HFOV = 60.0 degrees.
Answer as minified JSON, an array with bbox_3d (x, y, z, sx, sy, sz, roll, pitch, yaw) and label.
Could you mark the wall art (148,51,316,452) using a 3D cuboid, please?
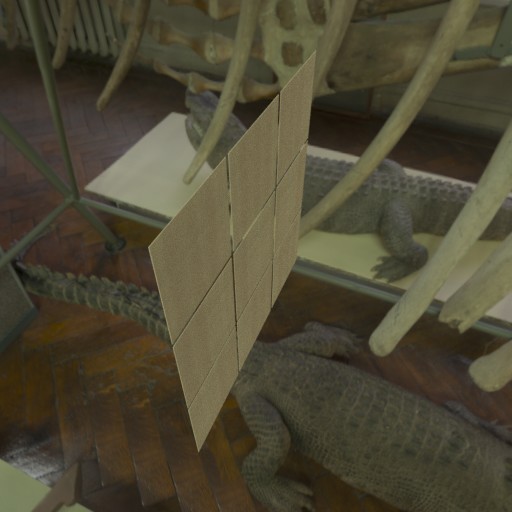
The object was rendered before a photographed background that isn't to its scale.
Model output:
[{"bbox_3d":[0.000,0.000,2.261,0.002,1.505,1.517,17,48,16],"label":"wall art"}]
